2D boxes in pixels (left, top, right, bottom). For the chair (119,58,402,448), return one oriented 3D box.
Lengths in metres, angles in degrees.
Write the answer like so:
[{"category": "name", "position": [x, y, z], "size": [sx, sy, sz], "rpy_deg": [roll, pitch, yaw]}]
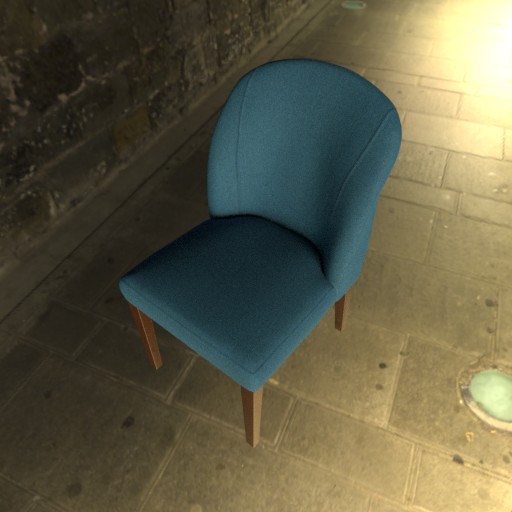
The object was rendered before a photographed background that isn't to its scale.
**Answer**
[{"category": "chair", "position": [0.000, 0.000, 1.247], "size": [0.507, 0.879, 0.620], "rpy_deg": [30, 52, 26]}]
